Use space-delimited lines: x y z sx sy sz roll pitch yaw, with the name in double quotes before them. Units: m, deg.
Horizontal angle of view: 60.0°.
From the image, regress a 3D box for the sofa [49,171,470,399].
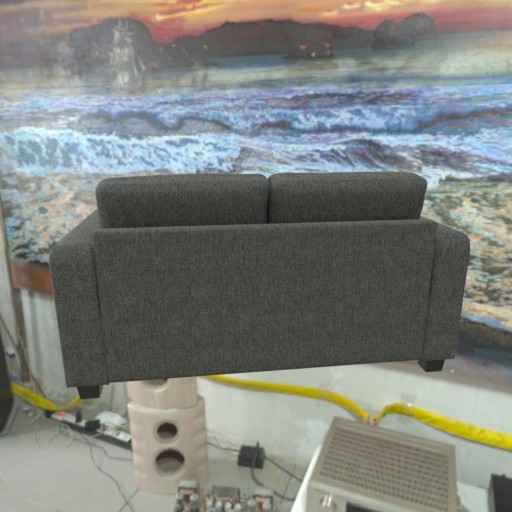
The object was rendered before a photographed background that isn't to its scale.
"sofa" 0.000 0.000 2.003 1.520 0.800 0.900 -2 16 -8
